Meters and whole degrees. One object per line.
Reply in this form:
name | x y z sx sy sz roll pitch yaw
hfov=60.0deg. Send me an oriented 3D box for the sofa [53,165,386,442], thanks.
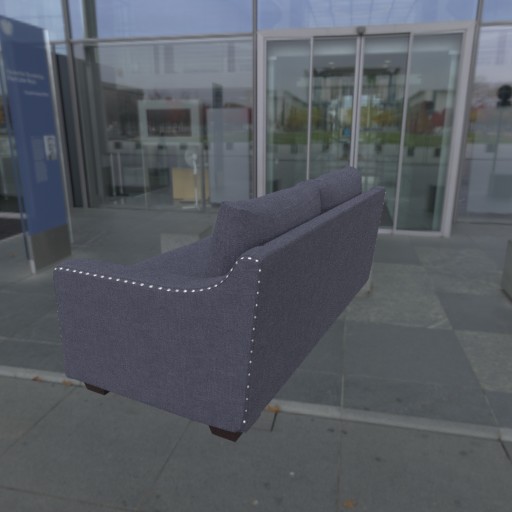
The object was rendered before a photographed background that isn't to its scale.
sofa | 0.000 0.000 3.300 1.336 1.196 2.550 8 18 26
